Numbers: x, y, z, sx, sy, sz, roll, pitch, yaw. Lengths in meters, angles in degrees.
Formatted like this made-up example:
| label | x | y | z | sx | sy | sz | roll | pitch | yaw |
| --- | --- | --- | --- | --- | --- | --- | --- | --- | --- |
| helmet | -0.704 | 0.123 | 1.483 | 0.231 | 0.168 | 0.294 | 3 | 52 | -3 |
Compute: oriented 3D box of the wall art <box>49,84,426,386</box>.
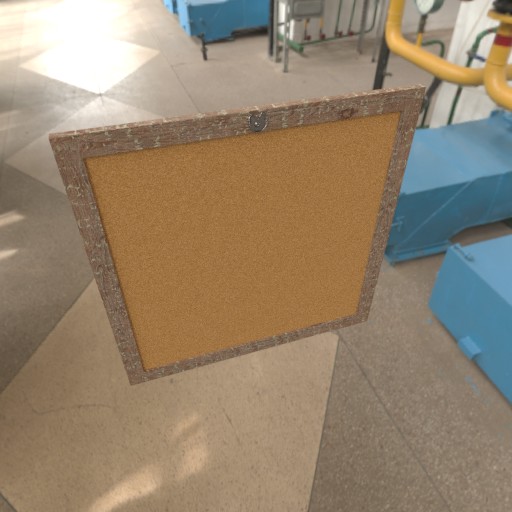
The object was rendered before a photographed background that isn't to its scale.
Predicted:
| label | x | y | z | sx | sy | sz | roll | pitch | yaw |
| --- | --- | --- | --- | --- | --- | --- | --- | --- | --- |
| wall art | 0.000 | 0.000 | 0.561 | 0.384 | 0.384 | 0.012 | -12 | 43 | -14 |
